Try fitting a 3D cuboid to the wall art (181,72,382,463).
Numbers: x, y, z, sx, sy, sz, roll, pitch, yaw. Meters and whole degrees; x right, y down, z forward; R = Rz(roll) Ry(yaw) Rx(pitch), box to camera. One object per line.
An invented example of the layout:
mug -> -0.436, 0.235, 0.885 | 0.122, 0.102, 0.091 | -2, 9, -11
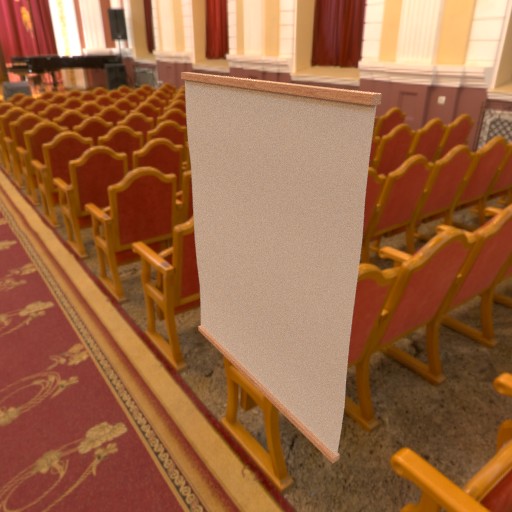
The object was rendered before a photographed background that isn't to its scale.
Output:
wall art -> 0.000, 0.000, 0.687 | 0.013, 0.508, 0.406 | -17, 31, -31
